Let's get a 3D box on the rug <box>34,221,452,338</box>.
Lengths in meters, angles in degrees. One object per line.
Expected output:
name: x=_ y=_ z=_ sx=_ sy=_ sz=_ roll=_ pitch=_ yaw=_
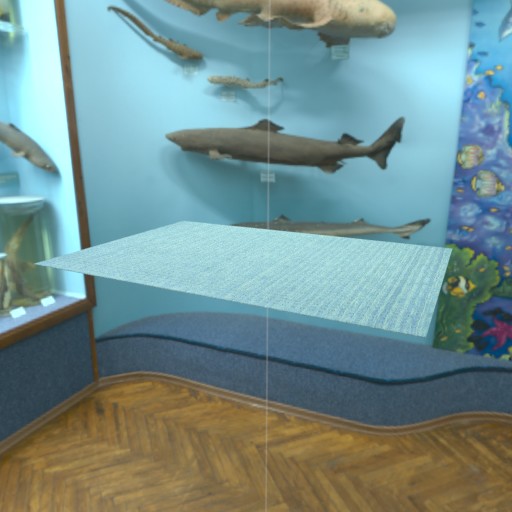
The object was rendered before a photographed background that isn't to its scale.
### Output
rug: x=0.000 y=0.000 z=3.697 sx=2.895 sy=0.006 sz=1.982 roll=8 pitch=17 yaw=26
